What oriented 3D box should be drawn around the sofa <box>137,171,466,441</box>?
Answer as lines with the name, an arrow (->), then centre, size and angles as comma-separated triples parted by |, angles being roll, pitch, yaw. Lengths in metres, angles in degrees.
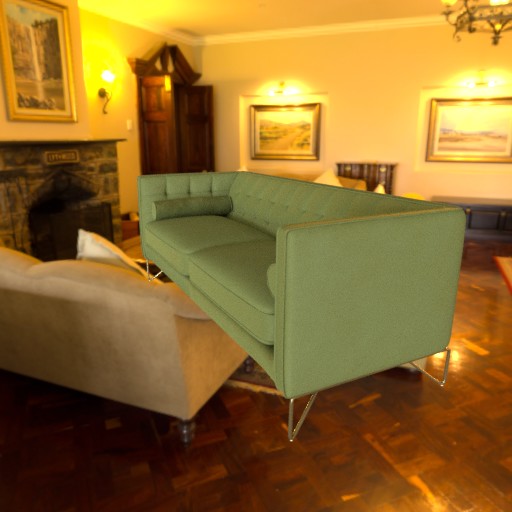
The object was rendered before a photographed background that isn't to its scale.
sofa -> 0.000, 0.000, 2.525 | 0.867, 0.789, 2.087 | -8, 17, -26
